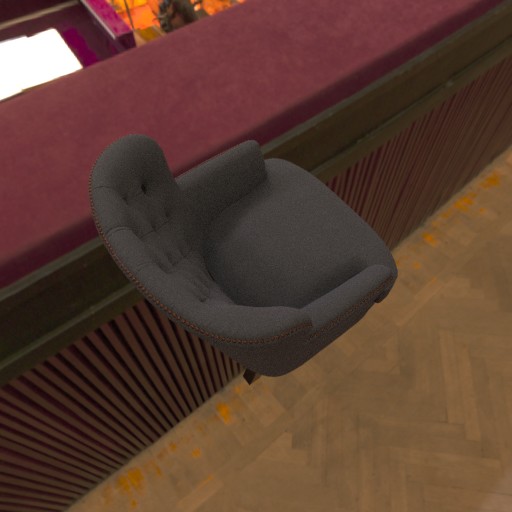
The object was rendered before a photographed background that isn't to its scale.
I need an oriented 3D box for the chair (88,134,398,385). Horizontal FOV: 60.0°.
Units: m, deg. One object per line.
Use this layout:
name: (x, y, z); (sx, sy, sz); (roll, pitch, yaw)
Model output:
chair: (0.000, 0.000, 1.630); (0.906, 0.868, 0.848); (-32, 63, -18)
